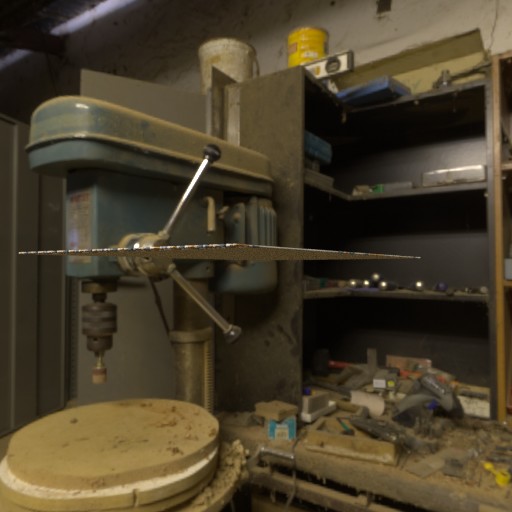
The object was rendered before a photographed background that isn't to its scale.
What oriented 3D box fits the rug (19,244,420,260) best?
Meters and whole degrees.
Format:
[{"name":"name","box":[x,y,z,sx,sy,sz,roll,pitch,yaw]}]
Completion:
[{"name":"rug","box":[0.000,0.000,3.012,1.533,0.010,2.428,-1,-2,35]}]
